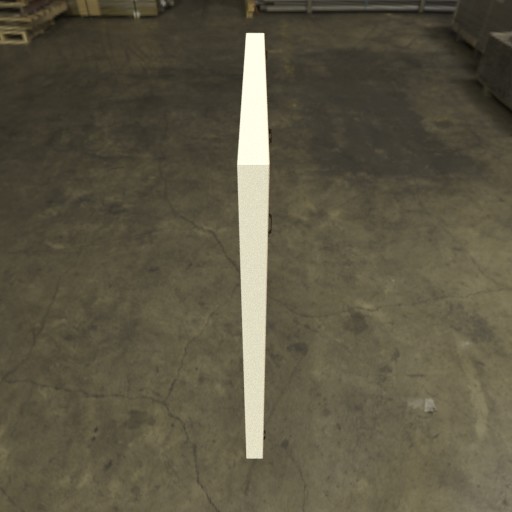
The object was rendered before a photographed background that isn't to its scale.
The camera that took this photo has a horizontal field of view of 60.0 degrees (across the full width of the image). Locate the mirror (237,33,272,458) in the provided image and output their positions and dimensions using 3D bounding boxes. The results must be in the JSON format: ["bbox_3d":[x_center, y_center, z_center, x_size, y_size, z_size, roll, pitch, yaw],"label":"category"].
[{"bbox_3d":[0.000,0.000,0.906,0.040,0.710,0.507,0,41,0],"label":"mirror"}]
